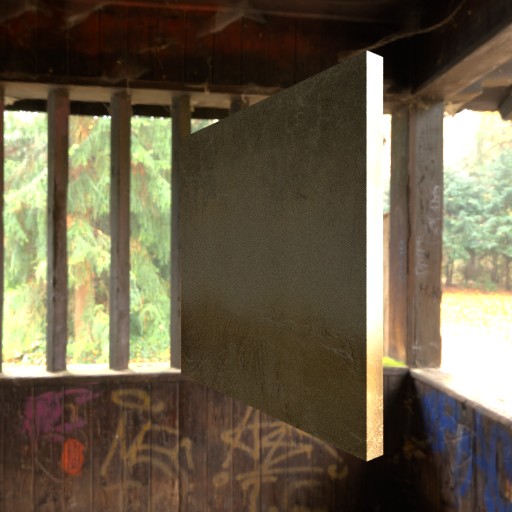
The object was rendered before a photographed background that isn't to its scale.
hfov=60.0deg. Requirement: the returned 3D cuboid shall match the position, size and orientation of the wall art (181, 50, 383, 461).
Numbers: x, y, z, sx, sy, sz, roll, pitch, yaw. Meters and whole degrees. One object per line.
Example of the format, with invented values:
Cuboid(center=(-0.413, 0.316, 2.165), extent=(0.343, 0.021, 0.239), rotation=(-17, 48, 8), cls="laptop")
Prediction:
Cuboid(center=(0.000, 0.000, 0.915), extent=(0.038, 0.610, 0.610), rotation=(0, 0, -36), cls="wall art")
